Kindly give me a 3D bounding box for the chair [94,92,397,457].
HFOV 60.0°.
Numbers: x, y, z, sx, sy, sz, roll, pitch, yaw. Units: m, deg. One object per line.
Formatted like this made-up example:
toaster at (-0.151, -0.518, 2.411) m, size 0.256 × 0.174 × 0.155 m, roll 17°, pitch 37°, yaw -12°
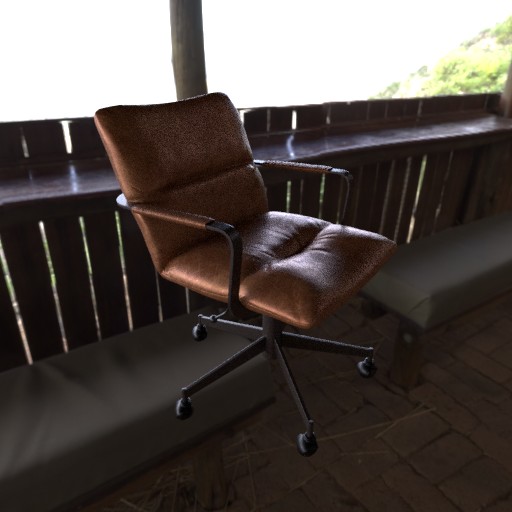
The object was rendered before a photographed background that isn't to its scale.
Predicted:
chair at (0.000, 0.000, 1.433) m, size 0.754 × 0.922 × 0.727 m, roll 18°, pitch 32°, yaw 32°
